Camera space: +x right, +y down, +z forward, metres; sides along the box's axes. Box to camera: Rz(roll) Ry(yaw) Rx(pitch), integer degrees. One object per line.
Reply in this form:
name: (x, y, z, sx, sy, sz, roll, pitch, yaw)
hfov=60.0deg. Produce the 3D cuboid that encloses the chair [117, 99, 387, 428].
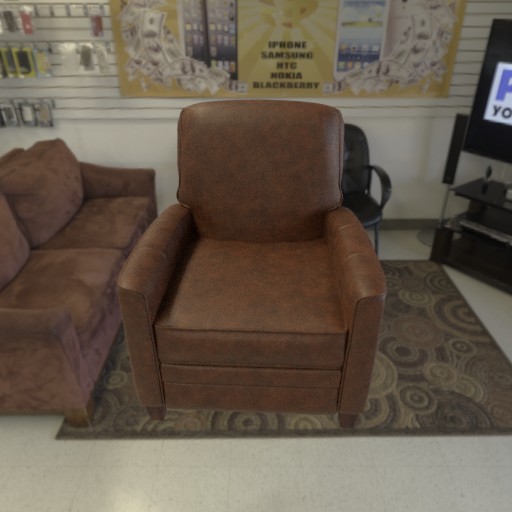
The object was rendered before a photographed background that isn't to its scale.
chair: (0.000, 0.000, 1.692, 0.839, 1.010, 0.850, 1, 30, 2)
